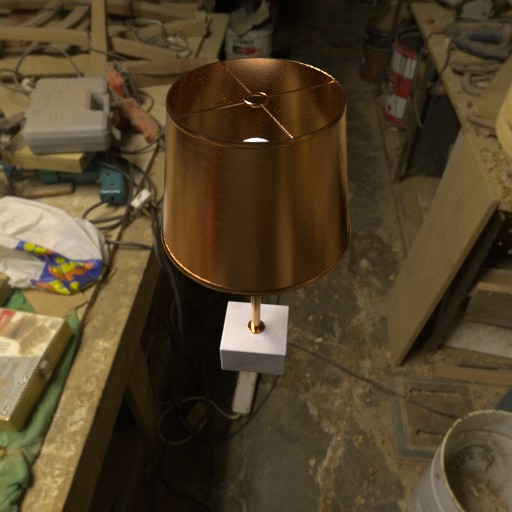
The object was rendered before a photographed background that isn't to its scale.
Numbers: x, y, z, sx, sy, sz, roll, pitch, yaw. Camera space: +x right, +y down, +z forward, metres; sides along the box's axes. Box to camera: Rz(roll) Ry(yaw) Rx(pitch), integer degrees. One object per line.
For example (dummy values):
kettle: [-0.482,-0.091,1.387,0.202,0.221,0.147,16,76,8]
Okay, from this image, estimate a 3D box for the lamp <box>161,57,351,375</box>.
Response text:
lamp: [0.000,0.000,0.531,0.208,0.406,0.208,0,46,0]
